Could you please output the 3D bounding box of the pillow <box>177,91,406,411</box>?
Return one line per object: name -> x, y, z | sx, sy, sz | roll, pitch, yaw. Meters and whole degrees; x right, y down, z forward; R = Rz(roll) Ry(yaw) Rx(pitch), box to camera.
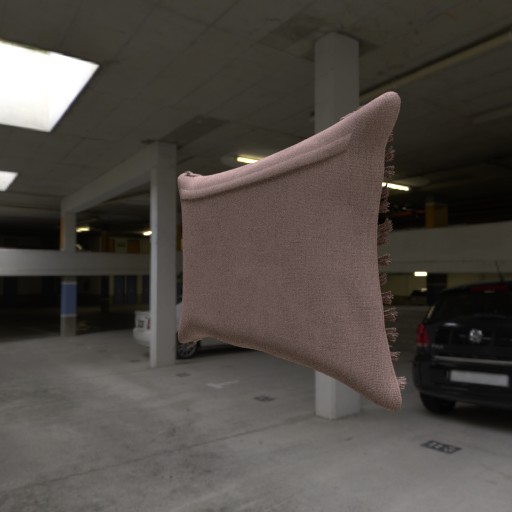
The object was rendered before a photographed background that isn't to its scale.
pillow -> 0.000, 0.000, 0.599 | 0.084, 0.305, 0.466 | 1, -2, -35
